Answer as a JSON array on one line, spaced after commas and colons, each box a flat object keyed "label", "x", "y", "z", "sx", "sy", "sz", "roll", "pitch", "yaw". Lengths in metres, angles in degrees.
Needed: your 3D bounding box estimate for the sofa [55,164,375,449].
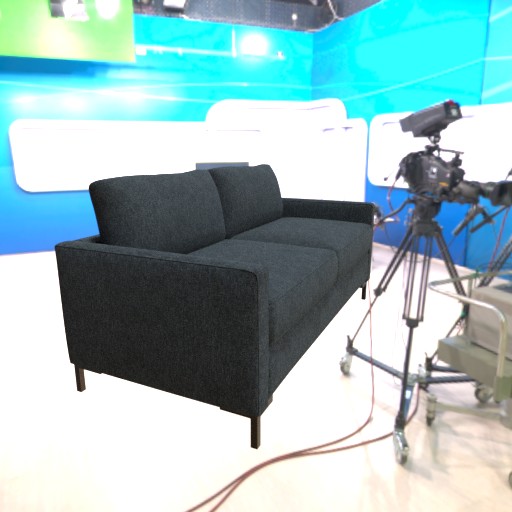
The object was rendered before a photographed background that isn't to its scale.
[{"label": "sofa", "x": 0.000, "y": 0.000, "z": 2.241, "sx": 0.866, "sy": 0.862, "sz": 1.716, "roll": 7, "pitch": 16, "yaw": 25}]
